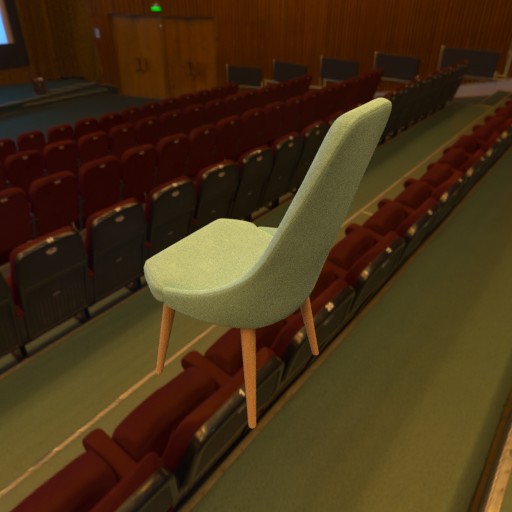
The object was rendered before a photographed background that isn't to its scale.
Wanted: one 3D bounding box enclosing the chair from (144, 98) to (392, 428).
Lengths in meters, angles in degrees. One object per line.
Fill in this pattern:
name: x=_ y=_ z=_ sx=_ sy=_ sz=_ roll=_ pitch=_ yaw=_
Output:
chair: x=0.000 y=0.000 z=1.419 sx=0.660 sy=1.040 sz=0.510 roll=22 pitch=39 yaw=30
